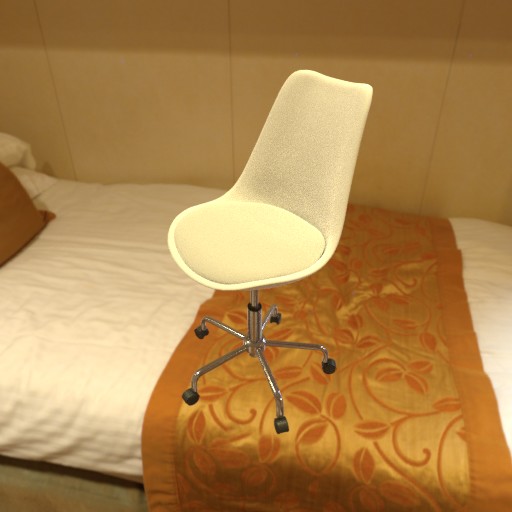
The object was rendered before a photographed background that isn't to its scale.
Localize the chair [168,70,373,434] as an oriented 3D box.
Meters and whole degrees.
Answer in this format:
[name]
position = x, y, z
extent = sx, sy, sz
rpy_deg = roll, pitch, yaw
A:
[chair]
position = 0.000, 0.000, 1.291
extent = 0.550, 0.930, 0.550
rpy_deg = -20, 38, -28
